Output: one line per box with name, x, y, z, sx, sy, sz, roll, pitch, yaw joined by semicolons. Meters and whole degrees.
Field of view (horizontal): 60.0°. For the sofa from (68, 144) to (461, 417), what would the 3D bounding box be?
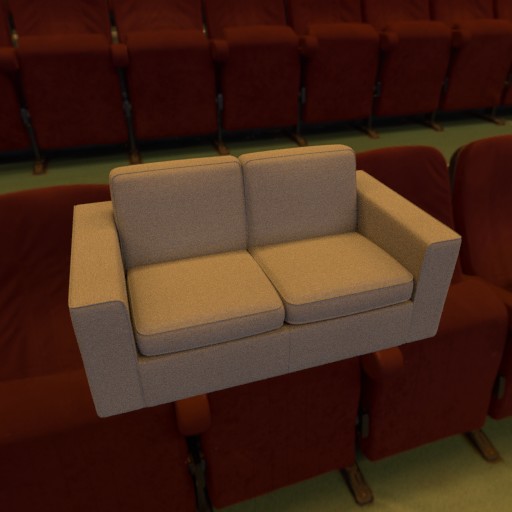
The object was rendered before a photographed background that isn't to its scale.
sofa;0.000;0.000;2.412;1.812;0.924;1.007;-10;32;-15
